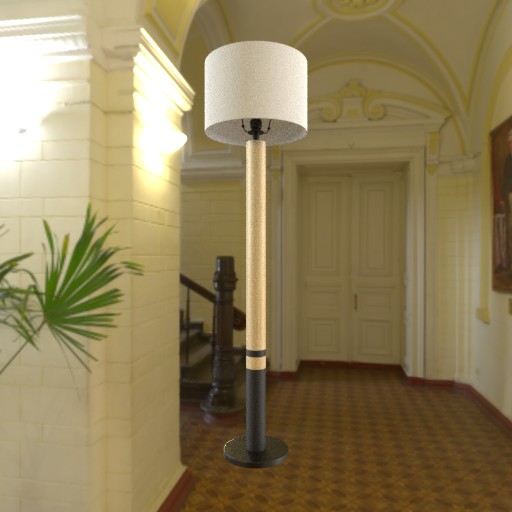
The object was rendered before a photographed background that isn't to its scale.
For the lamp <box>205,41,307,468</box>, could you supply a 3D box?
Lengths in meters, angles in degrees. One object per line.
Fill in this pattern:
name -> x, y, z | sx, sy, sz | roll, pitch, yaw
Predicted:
lamp -> 0.000, 0.000, 1.662 | 0.381, 1.478, 0.381 | 0, 0, -35
